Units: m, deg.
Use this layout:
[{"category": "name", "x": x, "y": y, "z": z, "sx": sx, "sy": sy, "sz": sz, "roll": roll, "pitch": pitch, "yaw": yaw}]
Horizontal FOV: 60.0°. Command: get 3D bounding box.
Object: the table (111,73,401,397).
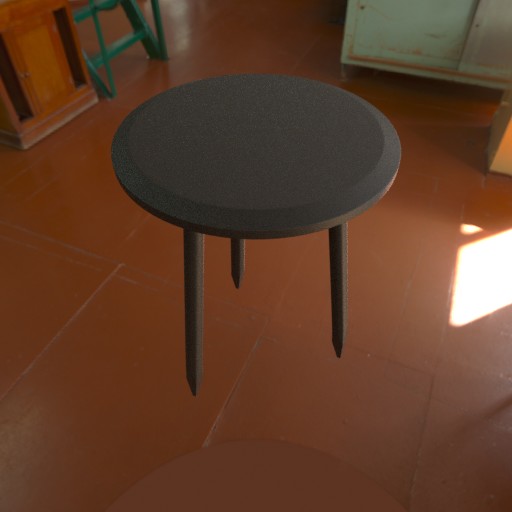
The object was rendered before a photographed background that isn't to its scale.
[{"category": "table", "x": 0.000, "y": 0.000, "z": 0.919, "sx": 0.457, "sy": 0.585, "sz": 0.457, "roll": 0, "pitch": 46, "yaw": 0}]
